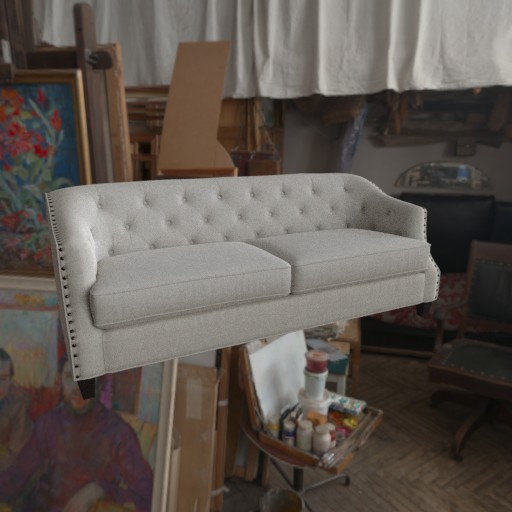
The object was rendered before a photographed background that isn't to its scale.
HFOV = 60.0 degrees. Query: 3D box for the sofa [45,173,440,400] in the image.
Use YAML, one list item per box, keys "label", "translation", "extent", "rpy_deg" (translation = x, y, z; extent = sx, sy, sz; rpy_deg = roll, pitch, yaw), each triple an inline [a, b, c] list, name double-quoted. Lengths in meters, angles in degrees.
- label: "sofa"
  translation: [0.000, 0.000, 2.714]
  extent: [2.235, 0.901, 0.914]
  rpy_deg: [-8, 17, -26]
